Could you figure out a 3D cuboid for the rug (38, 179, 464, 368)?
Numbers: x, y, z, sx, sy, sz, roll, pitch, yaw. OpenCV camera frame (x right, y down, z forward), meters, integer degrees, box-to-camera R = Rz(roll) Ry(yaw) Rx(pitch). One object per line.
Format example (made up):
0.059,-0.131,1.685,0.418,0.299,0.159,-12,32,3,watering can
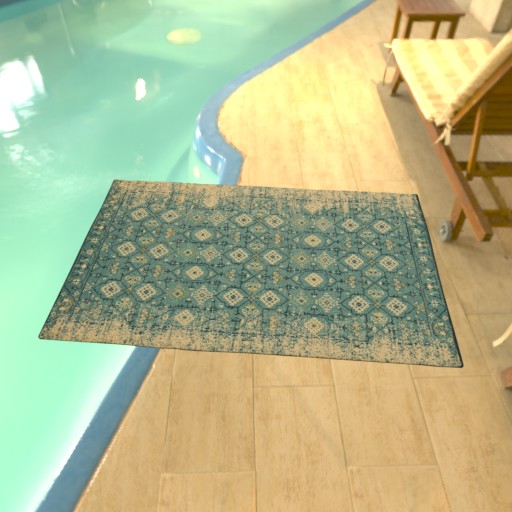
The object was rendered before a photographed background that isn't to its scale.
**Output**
0.000,0.000,3.038,2.449,0.015,1.530,3,47,3,rug
